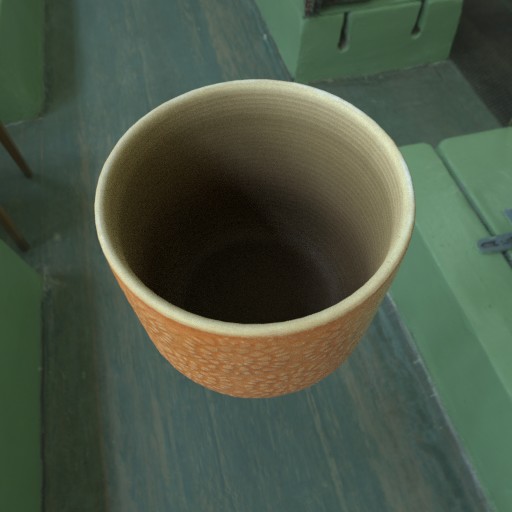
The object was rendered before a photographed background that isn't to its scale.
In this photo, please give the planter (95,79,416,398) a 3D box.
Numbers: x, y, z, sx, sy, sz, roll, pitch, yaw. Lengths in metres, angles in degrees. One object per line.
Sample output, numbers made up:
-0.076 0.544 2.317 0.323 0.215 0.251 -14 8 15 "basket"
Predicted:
0.000 0.000 0.287 0.170 0.152 0.170 0 58 0 "planter"
